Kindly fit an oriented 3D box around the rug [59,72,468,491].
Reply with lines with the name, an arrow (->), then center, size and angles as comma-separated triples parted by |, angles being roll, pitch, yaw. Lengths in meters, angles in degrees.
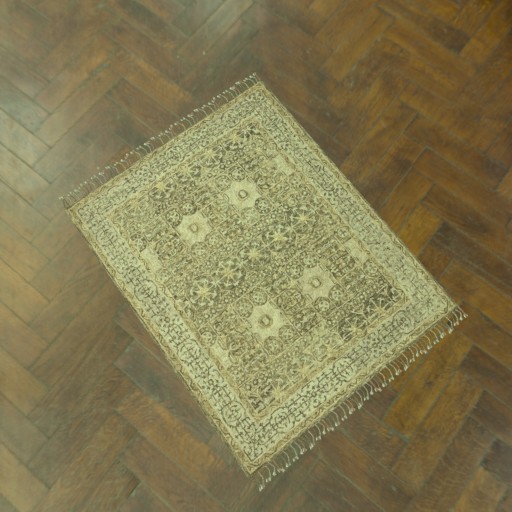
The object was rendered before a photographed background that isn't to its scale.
rug -> 0.000, 0.000, 4.215 | 2.431, 0.017, 3.291 | -36, 78, -9
